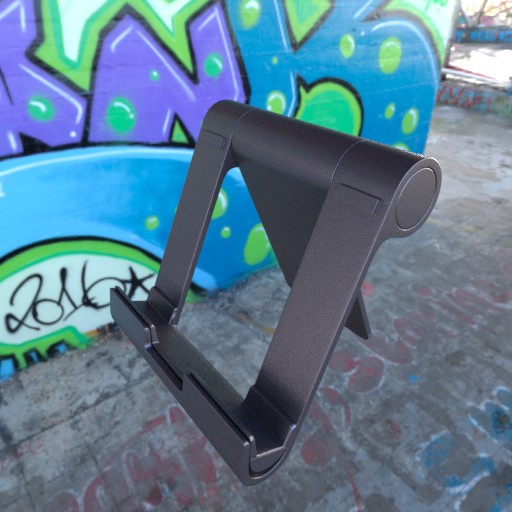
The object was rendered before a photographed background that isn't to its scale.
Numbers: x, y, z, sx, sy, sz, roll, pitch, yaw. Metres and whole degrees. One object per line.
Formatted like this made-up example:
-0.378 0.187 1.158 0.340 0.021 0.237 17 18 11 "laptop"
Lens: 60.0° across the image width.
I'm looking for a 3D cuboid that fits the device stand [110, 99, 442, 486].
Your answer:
0.000 0.000 0.149 0.079 0.084 0.088 -22 37 -32 "device stand"
